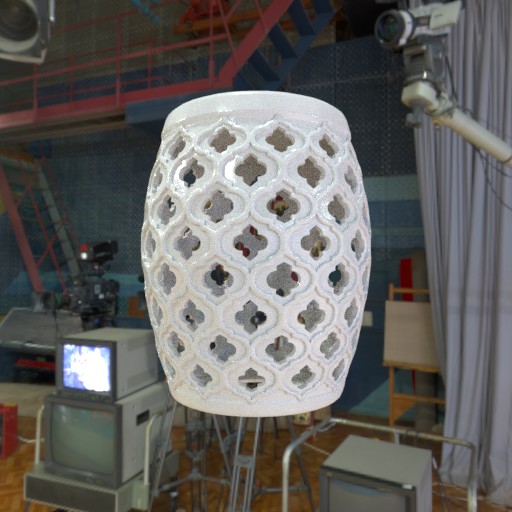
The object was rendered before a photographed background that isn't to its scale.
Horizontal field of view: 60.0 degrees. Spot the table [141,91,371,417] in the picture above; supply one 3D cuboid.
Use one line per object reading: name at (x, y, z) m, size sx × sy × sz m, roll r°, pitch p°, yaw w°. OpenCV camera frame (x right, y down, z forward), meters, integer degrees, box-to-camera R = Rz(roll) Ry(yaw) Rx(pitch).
table at (0.000, 0.000, 0.646) m, size 0.325 × 0.388 × 0.325 m, roll 0°, pitch -2°, yaw 0°
